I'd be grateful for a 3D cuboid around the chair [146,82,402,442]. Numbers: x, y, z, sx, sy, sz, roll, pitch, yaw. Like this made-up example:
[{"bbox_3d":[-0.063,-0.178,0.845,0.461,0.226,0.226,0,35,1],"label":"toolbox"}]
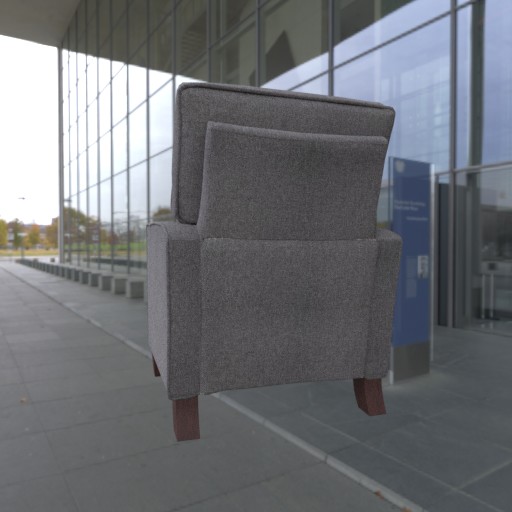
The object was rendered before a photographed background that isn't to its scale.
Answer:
[{"bbox_3d":[0.000,0.000,1.428,0.650,0.889,0.775,0,1,-18],"label":"chair"}]
